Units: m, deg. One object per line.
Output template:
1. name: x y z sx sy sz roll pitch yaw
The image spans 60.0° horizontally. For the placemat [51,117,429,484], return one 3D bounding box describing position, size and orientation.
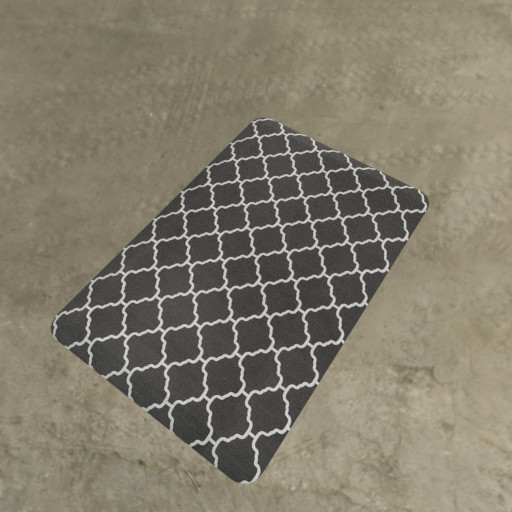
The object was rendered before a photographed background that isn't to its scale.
1. placemat: 0.000 0.000 0.966 0.508 0.021 0.762 31 64 17
